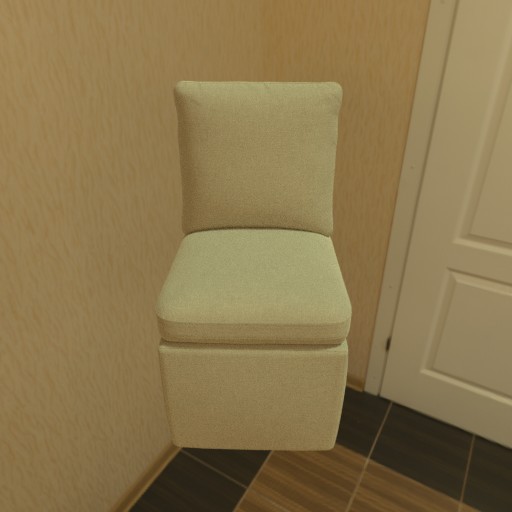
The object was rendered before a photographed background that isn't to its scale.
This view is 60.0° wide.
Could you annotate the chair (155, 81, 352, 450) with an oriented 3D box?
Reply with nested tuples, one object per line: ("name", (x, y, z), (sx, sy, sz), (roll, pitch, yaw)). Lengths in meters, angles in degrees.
("chair", (0.000, 0.000, 1.337), (0.503, 0.927, 0.698), (1, 30, 1))
